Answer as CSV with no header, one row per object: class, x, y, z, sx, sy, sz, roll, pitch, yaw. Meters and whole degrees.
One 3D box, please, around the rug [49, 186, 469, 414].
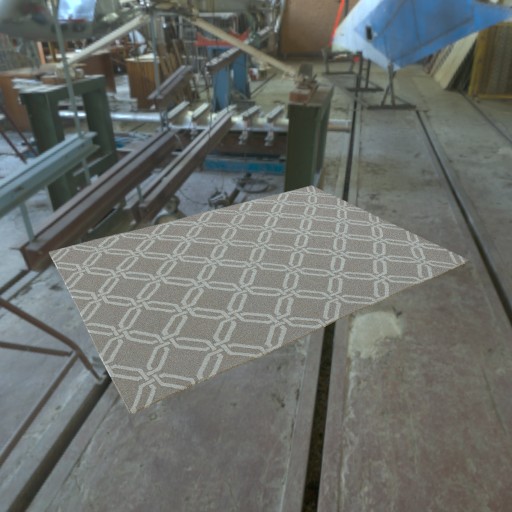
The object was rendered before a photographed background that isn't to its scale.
rug,0.000,0.000,2.739,2.135,0.013,1.524,-18,34,-28
